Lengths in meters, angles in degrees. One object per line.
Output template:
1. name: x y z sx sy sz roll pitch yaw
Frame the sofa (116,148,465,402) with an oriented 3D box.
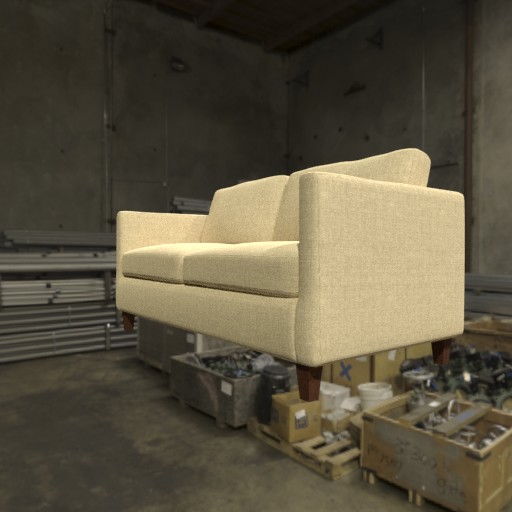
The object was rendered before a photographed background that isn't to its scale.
1. sofa: 0.000 0.000 2.427 0.950 0.963 1.884 0 1 -37
